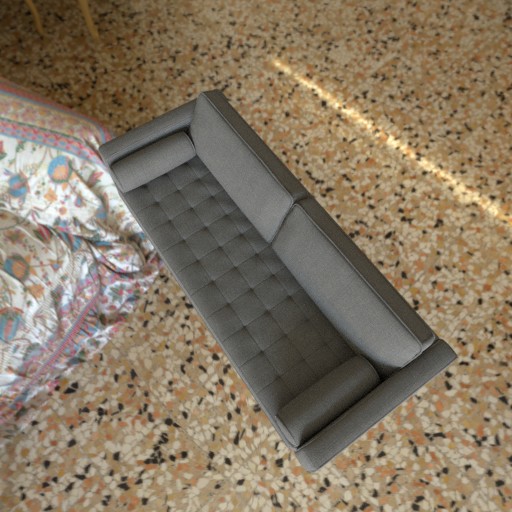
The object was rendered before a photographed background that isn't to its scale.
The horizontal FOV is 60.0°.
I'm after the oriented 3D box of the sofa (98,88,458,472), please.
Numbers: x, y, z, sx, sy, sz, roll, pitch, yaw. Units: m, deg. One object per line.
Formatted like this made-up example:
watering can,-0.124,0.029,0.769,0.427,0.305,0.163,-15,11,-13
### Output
sofa,0.000,0.000,2.605,0.914,0.762,2.198,-32,68,-15
